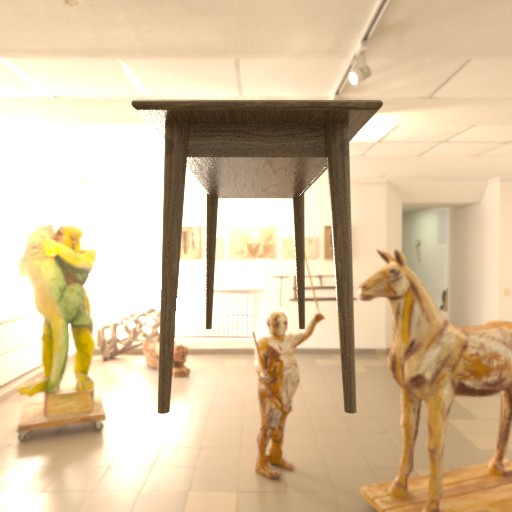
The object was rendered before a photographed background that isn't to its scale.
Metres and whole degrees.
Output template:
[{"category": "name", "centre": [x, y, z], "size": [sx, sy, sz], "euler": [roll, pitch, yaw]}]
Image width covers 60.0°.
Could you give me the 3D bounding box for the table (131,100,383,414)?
[{"category": "table", "centre": [0.000, 0.000, 1.714], "size": [0.599, 0.780, 1.300], "euler": [0, 1, 0]}]
